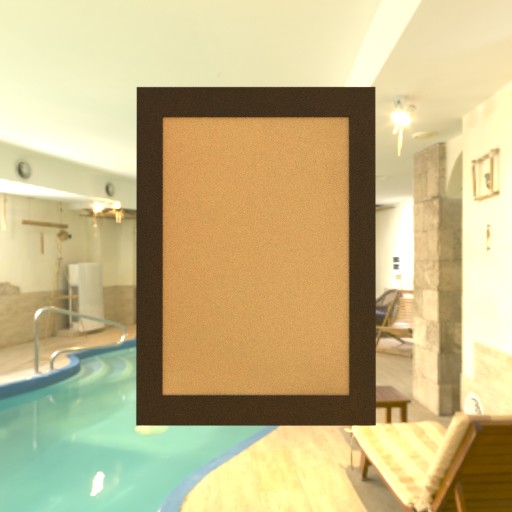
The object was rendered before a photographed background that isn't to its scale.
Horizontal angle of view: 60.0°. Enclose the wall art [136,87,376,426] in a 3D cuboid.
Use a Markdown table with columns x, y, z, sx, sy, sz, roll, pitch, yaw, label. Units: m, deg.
| x | y | z | sx | sy | sz | roll | pitch | yaw | label |
| --- | --- | --- | --- | --- | --- | --- | --- | --- | --- |
| 0.000 | 0.000 | 0.670 | 0.359 | 0.508 | 0.013 | 0 | 0 | 0 | wall art |
